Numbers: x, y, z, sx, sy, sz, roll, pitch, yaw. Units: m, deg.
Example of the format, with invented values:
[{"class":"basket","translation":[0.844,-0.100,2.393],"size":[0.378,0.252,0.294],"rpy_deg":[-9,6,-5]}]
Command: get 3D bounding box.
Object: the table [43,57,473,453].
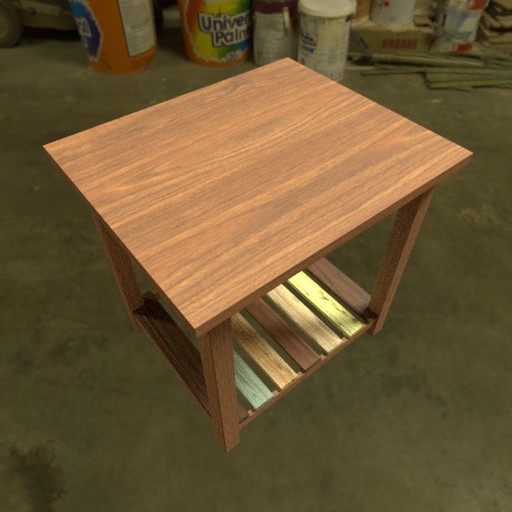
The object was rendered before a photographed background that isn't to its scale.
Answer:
[{"class":"table","translation":[0.000,0.000,1.124],"size":[0.660,0.635,0.559],"rpy_deg":[-31,54,-25]}]
